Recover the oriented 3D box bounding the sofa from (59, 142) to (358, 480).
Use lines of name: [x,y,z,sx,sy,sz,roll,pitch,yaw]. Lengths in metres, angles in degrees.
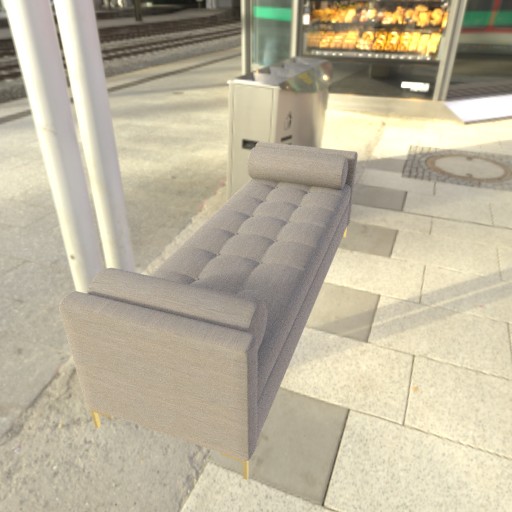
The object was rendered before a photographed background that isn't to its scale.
sofa: [0.000,0.000,2.311,0.686,0.635,1.981,11,32,17]
